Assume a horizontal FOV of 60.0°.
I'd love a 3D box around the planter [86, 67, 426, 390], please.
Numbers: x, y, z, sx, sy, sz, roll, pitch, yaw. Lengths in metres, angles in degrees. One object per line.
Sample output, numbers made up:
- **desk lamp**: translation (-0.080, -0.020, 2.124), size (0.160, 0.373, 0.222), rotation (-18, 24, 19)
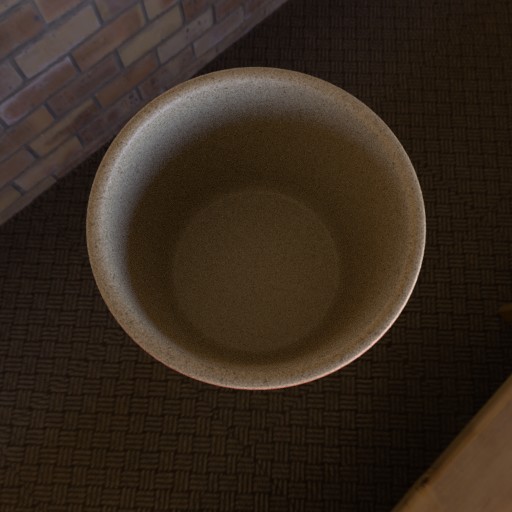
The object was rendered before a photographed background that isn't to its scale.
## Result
- **planter**: translation (0.000, 0.000, 0.409), size (0.227, 0.235, 0.227), rotation (0, 76, 0)
